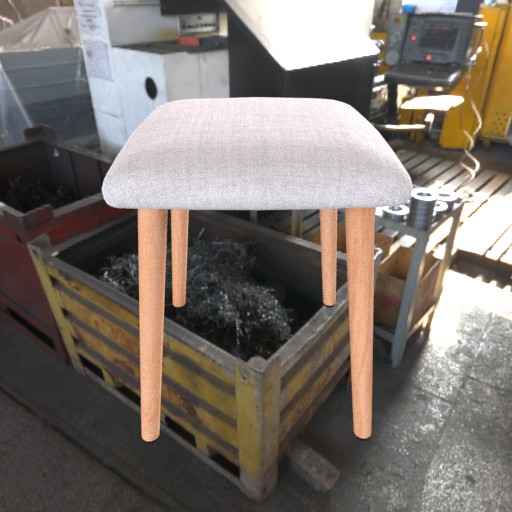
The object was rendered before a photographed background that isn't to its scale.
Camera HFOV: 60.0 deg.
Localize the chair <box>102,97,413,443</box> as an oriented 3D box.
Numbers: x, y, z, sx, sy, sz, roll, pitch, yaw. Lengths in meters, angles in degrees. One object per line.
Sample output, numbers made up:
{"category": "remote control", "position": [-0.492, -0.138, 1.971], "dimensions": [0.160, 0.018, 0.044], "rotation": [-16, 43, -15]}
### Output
{"category": "chair", "position": [0.000, 0.000, 0.695], "dimensions": [0.350, 0.440, 0.350], "rotation": [0, 32, -1]}
